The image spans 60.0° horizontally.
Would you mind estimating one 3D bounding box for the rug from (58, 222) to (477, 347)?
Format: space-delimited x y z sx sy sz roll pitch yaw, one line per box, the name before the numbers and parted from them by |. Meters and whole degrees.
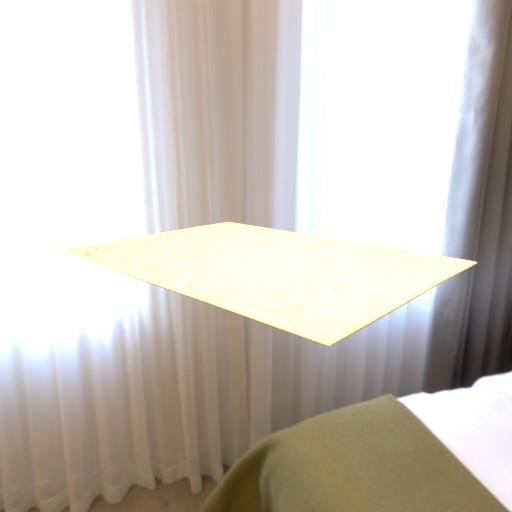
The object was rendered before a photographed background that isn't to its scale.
rug | 0.000 0.000 2.860 2.202 0.014 1.598 12 18 41
